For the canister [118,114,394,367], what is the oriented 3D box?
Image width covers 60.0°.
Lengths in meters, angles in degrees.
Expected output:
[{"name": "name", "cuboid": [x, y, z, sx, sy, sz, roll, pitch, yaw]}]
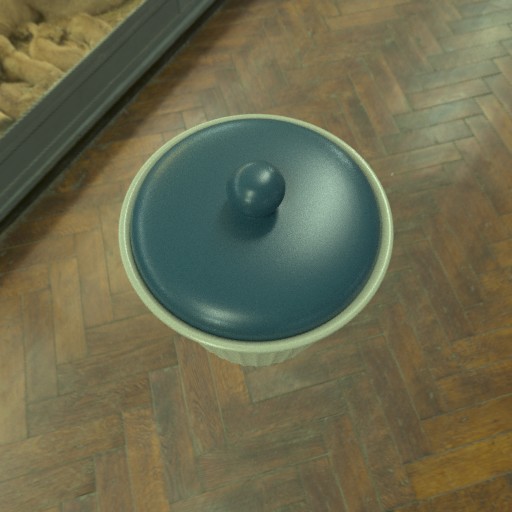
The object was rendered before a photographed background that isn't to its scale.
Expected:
[{"name": "canister", "cuboid": [0.000, 0.000, 0.346, 0.181, 0.211, 0.181, 0, 64, 0]}]
